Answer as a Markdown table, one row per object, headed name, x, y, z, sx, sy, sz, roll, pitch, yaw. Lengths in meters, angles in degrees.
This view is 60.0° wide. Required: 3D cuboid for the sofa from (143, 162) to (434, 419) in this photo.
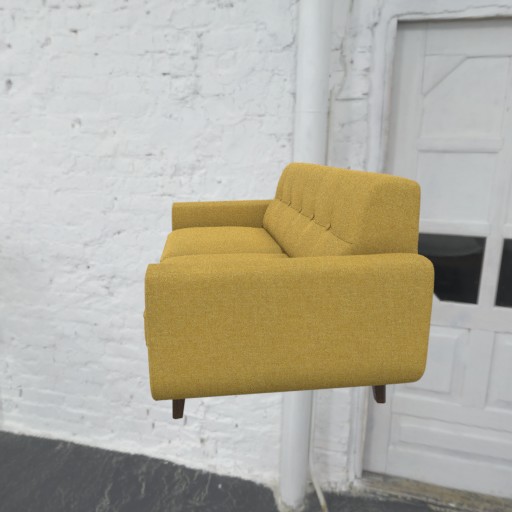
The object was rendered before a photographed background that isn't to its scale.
| name | x | y | z | sx | sy | sz | roll | pitch | yaw |
| --- | --- | --- | --- | --- | --- | --- | --- | --- | --- |
| sofa | 0.000 | 0.000 | 2.114 | 0.909 | 0.841 | 1.631 | -2 | 14 | -7 |
